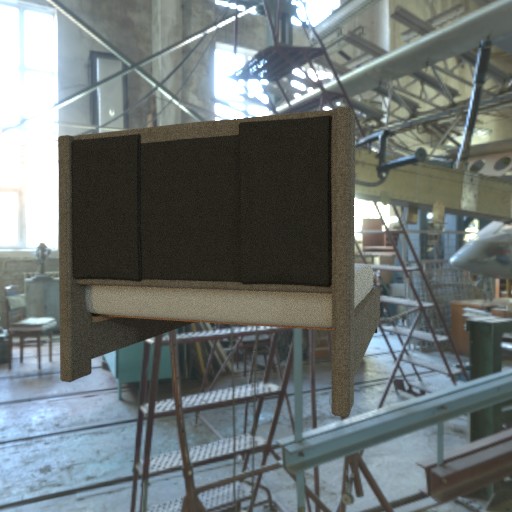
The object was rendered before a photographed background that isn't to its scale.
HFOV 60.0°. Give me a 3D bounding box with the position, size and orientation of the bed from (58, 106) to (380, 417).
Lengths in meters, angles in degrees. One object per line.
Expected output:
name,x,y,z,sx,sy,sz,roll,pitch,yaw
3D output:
bed,0.000,0.000,3.408,1.714,1.481,2.245,0,1,19
